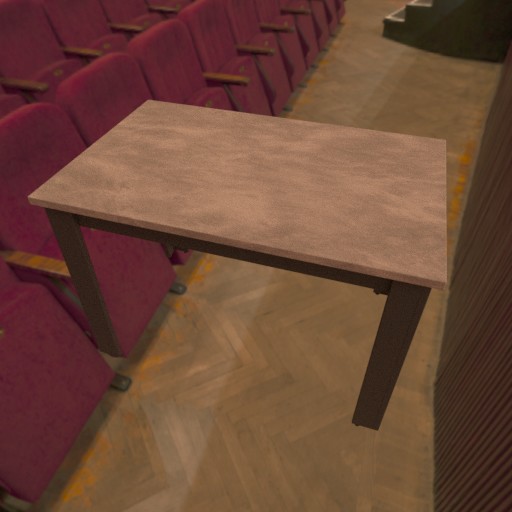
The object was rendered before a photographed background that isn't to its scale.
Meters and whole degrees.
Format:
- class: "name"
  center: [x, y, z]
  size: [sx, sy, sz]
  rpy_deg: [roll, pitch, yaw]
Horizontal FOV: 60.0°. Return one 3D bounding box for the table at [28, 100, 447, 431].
- class: "table"
  center: [0.000, 0.000, 1.588]
  size: [1.100, 0.734, 0.700]
  rpy_deg: [12, 43, 13]
